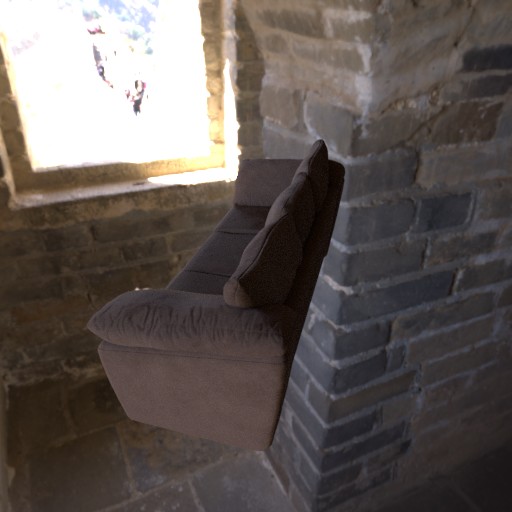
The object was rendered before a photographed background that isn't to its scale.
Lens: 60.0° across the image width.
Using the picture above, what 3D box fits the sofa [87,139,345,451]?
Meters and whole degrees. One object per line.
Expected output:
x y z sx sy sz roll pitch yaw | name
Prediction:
0.000 0.000 2.850 0.878 1.015 2.336 8 30 14 | sofa
